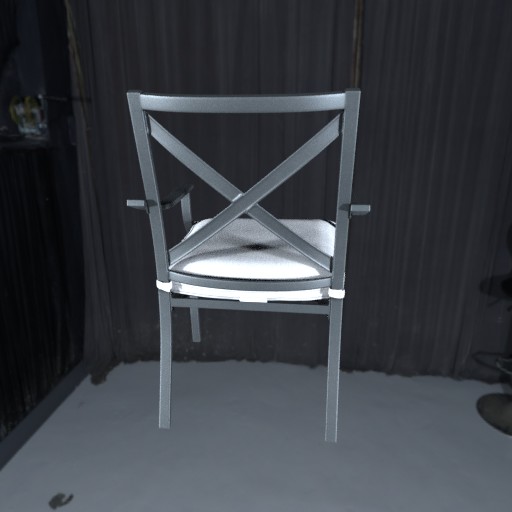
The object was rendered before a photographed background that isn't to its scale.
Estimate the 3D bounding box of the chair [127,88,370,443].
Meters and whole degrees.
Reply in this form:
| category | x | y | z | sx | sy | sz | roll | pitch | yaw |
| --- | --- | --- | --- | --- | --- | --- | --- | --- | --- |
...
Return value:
| category | x | y | z | sx | sy | sz | roll | pitch | yaw |
| --- | --- | --- | --- | --- | --- | --- | --- | --- | --- |
| chair | 0.000 | 0.000 | 1.305 | 0.575 | 0.889 | 0.620 | 2 | 17 | 7 |
